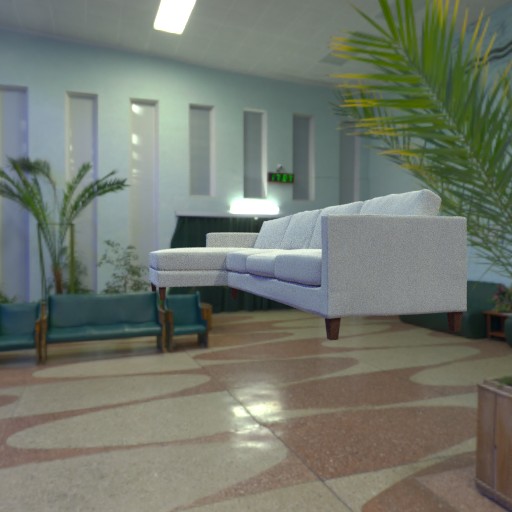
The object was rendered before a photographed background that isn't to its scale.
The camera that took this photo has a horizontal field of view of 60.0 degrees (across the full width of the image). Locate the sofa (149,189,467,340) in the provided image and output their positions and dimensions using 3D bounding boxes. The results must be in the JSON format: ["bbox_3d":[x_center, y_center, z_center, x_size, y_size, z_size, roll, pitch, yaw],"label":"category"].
[{"bbox_3d":[0.000,0.000,3.890,1.625,0.861,3.186,0,1,-18],"label":"sofa"}]
